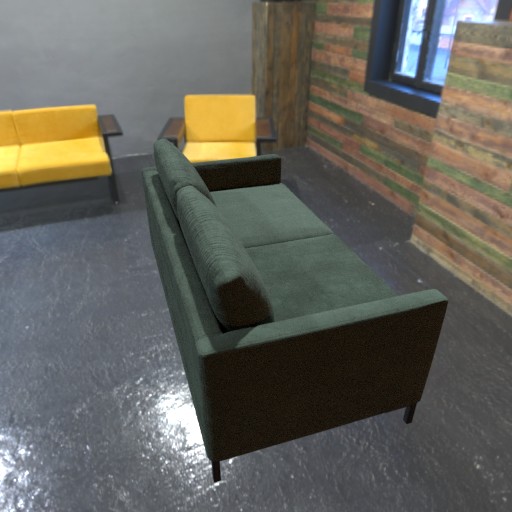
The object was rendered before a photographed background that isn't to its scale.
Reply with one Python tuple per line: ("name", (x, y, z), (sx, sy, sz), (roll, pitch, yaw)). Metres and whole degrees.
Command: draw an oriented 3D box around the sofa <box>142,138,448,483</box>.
("sofa", (0.000, 0.000, 2.139), (0.875, 0.817, 1.676), (-10, 32, -16))
